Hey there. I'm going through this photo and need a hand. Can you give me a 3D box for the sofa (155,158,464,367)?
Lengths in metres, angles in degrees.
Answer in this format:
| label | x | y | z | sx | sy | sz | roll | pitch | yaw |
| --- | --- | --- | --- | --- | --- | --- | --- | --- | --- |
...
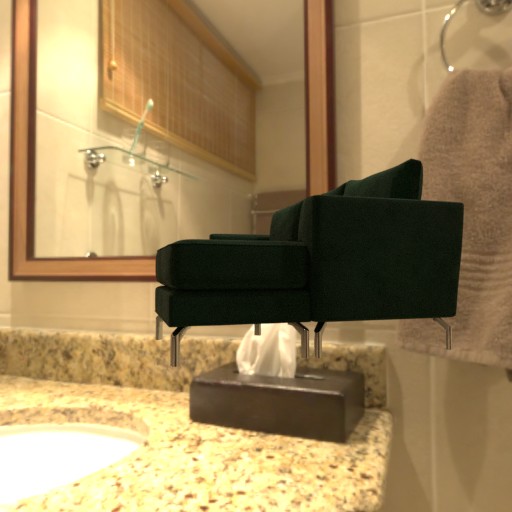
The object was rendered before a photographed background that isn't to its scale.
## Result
| label | x | y | z | sx | sy | sz | roll | pitch | yaw |
| --- | --- | --- | --- | --- | --- | --- | --- | --- | --- |
| sofa | 0.000 | 0.000 | 3.190 | 1.489 | 1.007 | 2.441 | 1 | -2 | -17 |
